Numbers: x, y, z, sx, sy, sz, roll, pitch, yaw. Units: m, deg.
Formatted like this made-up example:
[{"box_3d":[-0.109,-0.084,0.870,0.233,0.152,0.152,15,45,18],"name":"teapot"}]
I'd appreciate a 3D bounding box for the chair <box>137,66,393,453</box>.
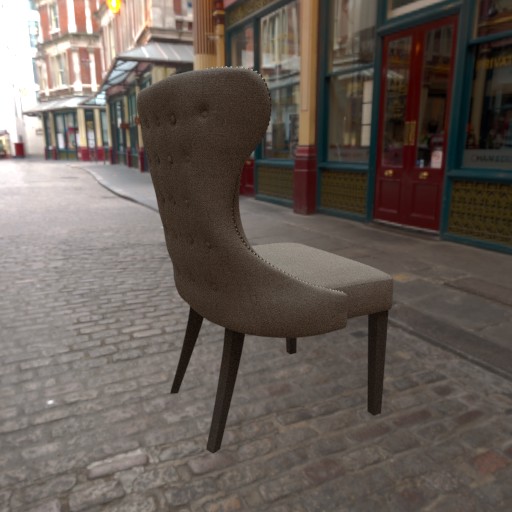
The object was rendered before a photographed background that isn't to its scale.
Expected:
[{"box_3d":[0.000,0.000,1.348,0.635,0.967,0.628,-7,15,-27],"name":"chair"}]
